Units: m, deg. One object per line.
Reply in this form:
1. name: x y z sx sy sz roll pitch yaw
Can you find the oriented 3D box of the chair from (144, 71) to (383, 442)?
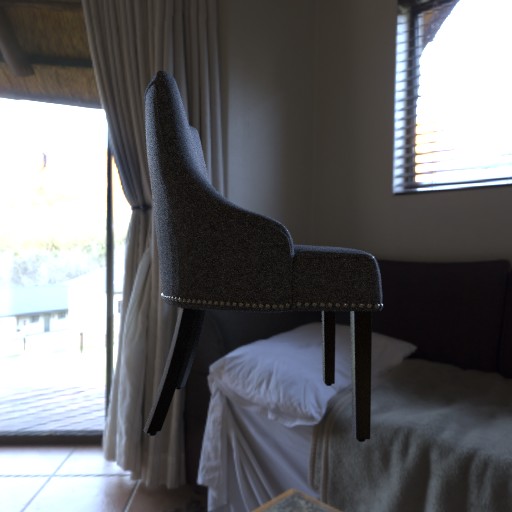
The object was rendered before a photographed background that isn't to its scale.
1. chair: 0.000 0.000 1.327 0.629 0.909 0.566 0 0 0
